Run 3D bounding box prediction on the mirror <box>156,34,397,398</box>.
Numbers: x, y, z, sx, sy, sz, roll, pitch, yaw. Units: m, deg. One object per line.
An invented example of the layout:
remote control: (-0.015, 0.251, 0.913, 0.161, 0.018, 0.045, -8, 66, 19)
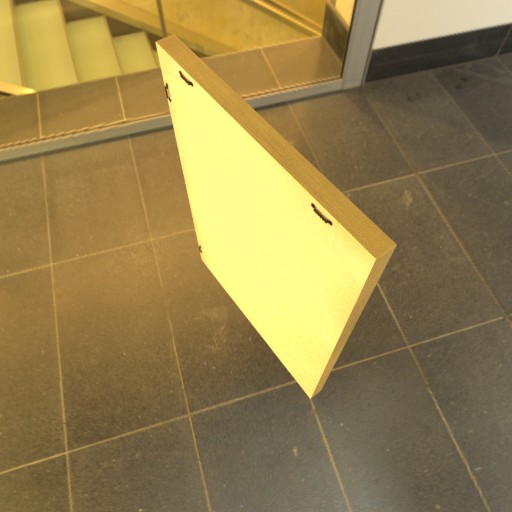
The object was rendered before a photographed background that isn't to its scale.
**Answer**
mirror: (0.000, 0.000, 0.926, 0.040, 0.710, 0.507, -33, 65, -17)
